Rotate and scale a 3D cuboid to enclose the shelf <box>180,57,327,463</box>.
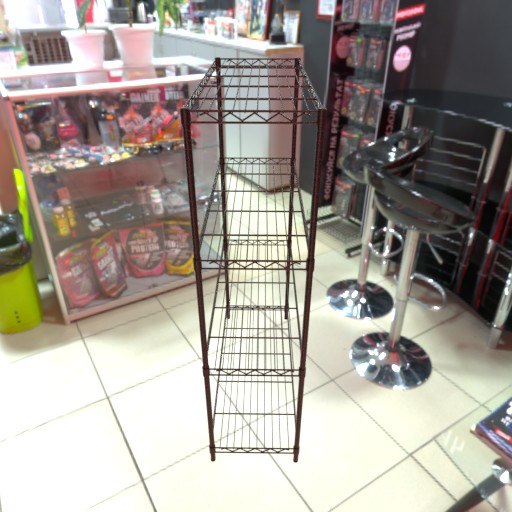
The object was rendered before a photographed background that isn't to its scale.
[{"bbox_3d":[0.000,0.000,1.785,0.352,1.361,0.907,0,31,1],"label":"shelf"}]
